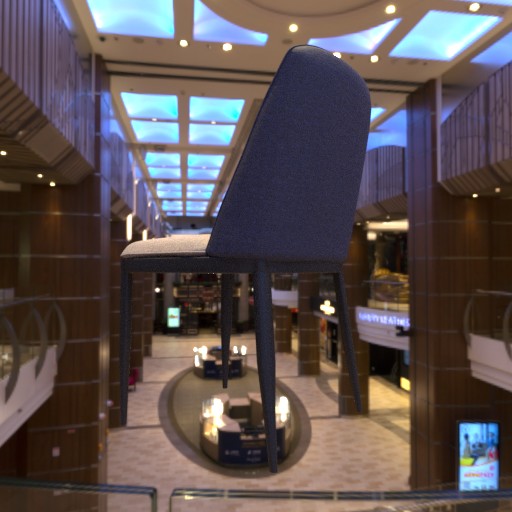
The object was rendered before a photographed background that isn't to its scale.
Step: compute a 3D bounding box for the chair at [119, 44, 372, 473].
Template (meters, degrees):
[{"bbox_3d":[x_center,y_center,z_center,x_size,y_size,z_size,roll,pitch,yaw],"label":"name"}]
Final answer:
[{"bbox_3d":[0.000,0.000,1.132,0.551,0.839,0.480,-1,-2,35],"label":"chair"}]
